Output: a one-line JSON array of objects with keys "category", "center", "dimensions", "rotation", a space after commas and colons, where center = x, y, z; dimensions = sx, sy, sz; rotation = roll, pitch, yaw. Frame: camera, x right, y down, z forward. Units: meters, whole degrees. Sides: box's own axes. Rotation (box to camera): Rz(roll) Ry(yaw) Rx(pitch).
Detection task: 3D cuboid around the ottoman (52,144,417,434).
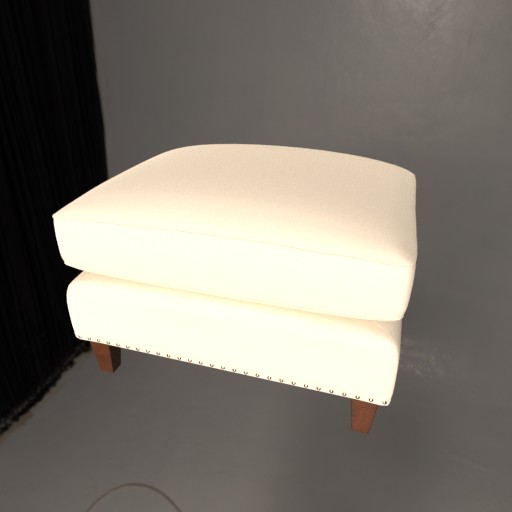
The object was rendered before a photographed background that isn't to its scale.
[{"category": "ottoman", "center": [0.000, 0.000, 1.148], "dimensions": [0.741, 0.513, 0.584], "rotation": [8, 28, 16]}]
